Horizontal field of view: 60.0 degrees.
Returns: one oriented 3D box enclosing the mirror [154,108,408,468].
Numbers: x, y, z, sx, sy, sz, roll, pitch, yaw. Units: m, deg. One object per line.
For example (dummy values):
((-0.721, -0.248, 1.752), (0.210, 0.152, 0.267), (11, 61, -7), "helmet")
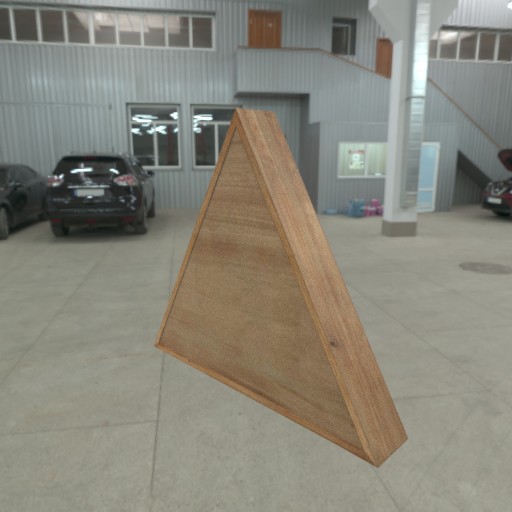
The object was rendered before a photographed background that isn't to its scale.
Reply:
((0.000, 0.000, 0.870), (0.100, 0.548, 0.631), (-12, 17, -43), "mirror")
